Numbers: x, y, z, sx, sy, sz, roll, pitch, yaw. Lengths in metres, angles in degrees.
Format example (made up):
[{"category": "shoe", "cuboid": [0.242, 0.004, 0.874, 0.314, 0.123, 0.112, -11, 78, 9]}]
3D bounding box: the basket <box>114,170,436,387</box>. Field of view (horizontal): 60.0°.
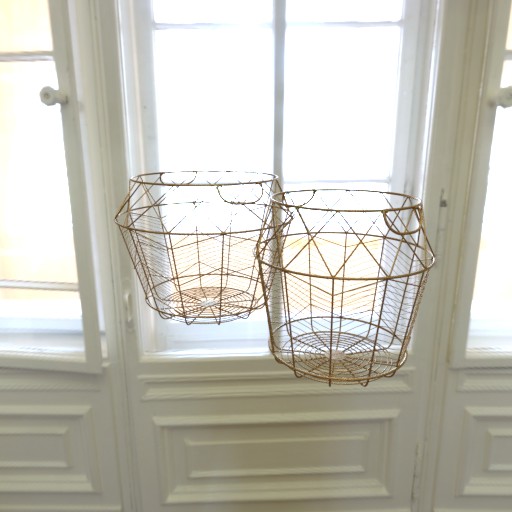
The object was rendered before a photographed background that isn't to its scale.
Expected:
[{"category": "basket", "cuboid": [0.000, 0.000, 1.029, 0.805, 0.343, 0.451, 15, 21, 43]}]
